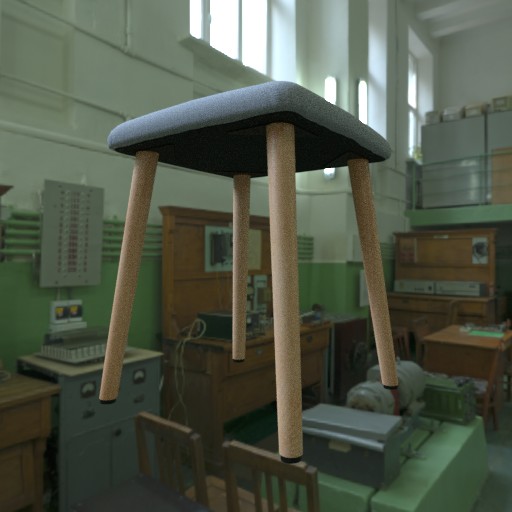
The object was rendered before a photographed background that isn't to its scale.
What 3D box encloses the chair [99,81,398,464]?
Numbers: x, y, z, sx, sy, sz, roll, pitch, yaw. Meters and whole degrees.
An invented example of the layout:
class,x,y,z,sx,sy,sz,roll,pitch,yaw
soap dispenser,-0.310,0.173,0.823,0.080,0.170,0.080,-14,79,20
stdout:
class,x,y,z,sx,sy,sz,roll,pitch,yaw
chair,0.000,0.000,0.705,0.350,0.440,0.350,0,0,36
